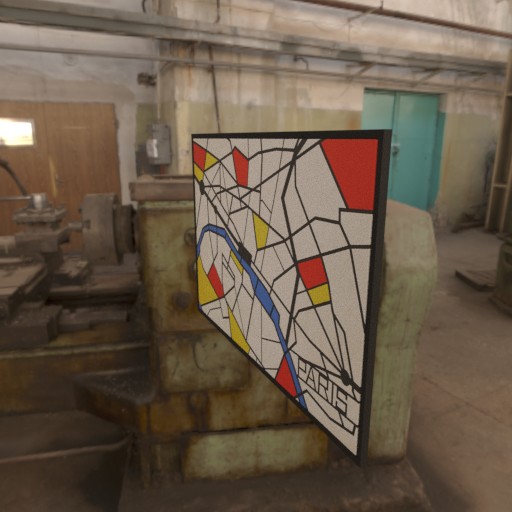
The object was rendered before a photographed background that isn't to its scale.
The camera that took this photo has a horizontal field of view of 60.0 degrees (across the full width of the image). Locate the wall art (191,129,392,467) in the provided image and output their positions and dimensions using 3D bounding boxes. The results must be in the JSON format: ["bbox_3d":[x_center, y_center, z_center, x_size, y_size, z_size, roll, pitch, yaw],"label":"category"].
[{"bbox_3d":[0.000,0.000,0.853,0.013,0.458,0.664,-8,17,-26],"label":"wall art"}]
